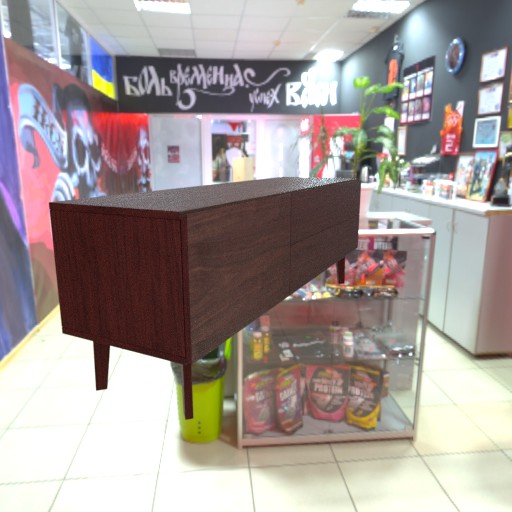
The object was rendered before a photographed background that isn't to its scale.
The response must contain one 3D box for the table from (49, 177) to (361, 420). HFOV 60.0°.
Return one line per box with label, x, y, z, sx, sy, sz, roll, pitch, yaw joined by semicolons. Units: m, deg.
table;0.000;0.000;1.637;0.405;0.508;1.397;7;14;26
